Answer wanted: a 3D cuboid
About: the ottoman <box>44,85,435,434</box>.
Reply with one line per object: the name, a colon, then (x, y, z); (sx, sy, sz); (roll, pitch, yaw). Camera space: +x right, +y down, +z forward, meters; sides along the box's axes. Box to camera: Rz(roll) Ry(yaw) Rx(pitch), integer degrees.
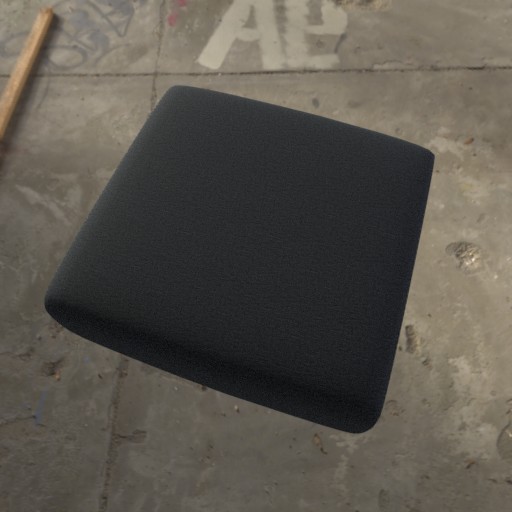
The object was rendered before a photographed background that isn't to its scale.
ottoman: (0.000, 0.000, 1.049); (0.650, 0.398, 0.649); (17, 65, 8)
